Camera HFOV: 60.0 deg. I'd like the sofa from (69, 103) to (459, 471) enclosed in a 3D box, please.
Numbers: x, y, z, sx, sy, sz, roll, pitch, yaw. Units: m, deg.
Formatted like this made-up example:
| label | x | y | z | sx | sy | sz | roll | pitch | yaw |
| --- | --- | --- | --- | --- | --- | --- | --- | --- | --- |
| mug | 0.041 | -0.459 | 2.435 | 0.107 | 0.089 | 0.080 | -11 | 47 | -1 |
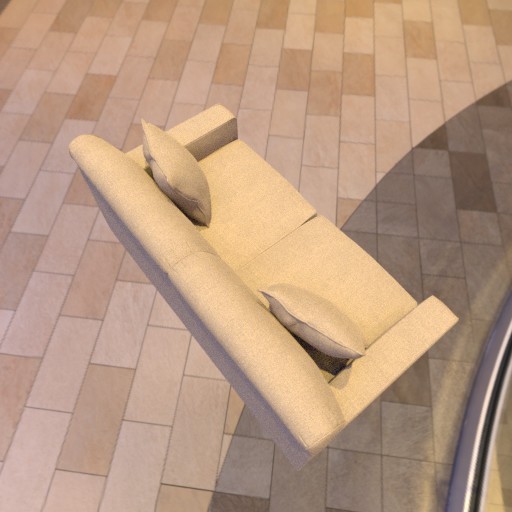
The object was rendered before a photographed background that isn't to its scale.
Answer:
| label | x | y | z | sx | sy | sz | roll | pitch | yaw |
| --- | --- | --- | --- | --- | --- | --- | --- | --- | --- |
| sofa | 0.000 | 0.000 | 2.372 | 0.998 | 0.958 | 1.846 | -35 | 66 | -18 |
